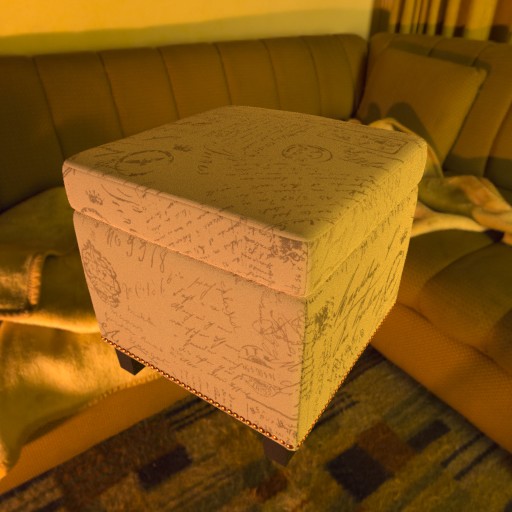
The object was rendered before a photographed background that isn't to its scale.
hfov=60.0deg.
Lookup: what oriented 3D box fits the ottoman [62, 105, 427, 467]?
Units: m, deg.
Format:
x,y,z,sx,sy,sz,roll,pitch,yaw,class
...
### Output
x,y,z,sx,sy,sz,roll,pitch,yaw,class
0.000,0.000,0.832,0.449,0.457,0.450,20,37,28,ottoman
